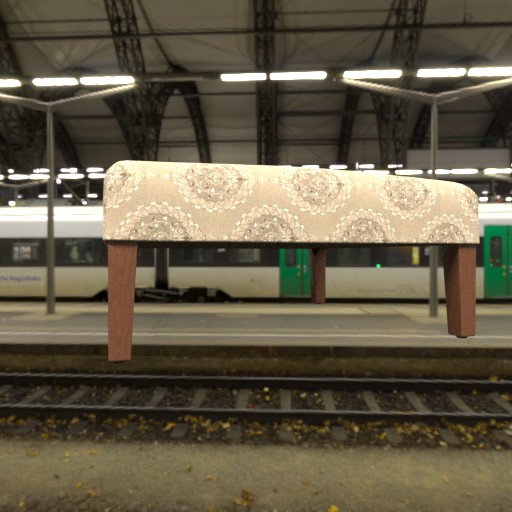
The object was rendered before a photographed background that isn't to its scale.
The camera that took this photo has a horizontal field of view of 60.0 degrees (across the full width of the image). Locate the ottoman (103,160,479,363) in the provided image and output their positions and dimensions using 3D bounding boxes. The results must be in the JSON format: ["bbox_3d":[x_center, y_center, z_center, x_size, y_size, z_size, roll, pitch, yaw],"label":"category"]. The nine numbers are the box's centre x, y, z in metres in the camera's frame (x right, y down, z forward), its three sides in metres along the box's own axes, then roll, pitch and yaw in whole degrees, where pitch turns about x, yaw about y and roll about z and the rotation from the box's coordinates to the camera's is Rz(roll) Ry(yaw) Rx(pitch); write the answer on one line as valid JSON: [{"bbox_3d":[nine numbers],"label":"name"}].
[{"bbox_3d":[0.000,0.000,1.382,0.890,0.411,0.889,0,0,-18],"label":"ottoman"}]
